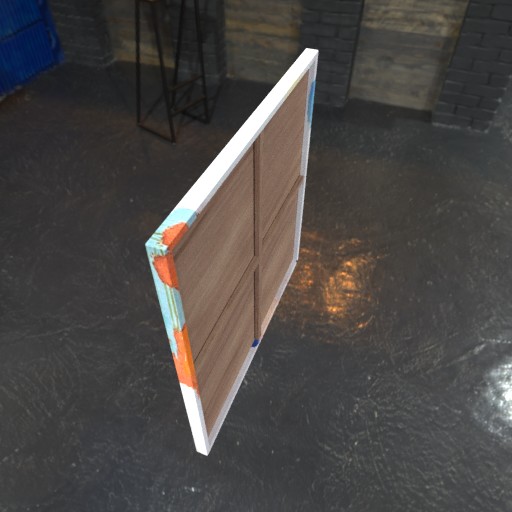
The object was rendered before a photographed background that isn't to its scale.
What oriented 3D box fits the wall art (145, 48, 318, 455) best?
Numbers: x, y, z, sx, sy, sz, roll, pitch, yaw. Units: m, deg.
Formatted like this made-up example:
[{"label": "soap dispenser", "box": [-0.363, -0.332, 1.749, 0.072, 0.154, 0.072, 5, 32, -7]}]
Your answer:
[{"label": "wall art", "box": [0.000, 0.000, 1.518, 0.044, 1.017, 1.017, 16, 48, 15]}]
